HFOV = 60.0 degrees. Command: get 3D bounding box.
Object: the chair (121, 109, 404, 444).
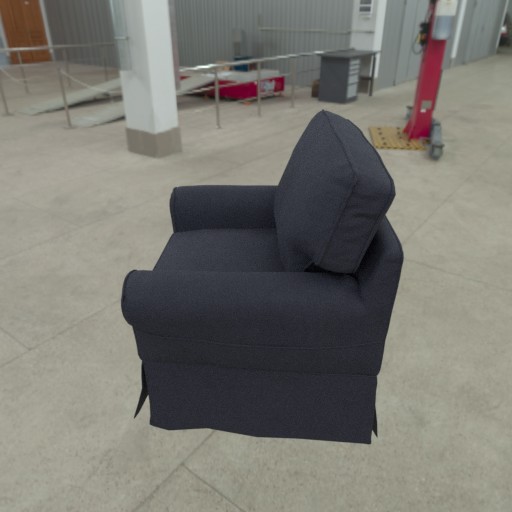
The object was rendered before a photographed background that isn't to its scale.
[{"bbox_3d":[0.000,0.000,1.991,1.002,1.140,1.119,1,29,1],"label":"chair"}]
